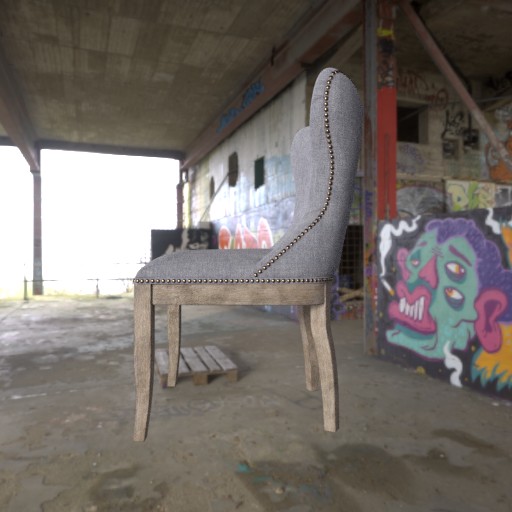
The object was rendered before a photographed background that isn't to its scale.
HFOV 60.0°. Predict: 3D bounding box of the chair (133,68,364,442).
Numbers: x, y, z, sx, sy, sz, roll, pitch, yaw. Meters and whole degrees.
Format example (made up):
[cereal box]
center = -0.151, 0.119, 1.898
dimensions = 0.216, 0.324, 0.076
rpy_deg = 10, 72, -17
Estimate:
[chair]
center = 0.000, 0.000, 1.465
dimensions = 0.681, 1.002, 0.654
rpy_deg = 0, 0, -1
